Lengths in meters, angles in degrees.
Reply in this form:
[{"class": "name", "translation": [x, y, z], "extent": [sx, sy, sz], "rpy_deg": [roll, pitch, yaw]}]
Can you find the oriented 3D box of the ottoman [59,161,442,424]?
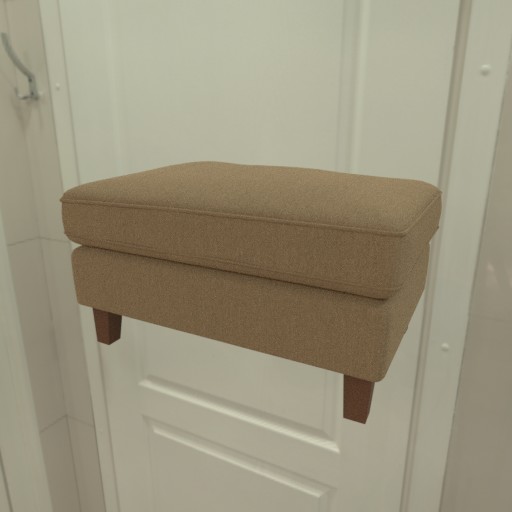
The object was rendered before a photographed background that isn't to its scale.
[{"class": "ottoman", "translation": [0.000, 0.000, 1.321], "extent": [0.945, 0.521, 0.636], "rpy_deg": [9, 19, 26]}]
